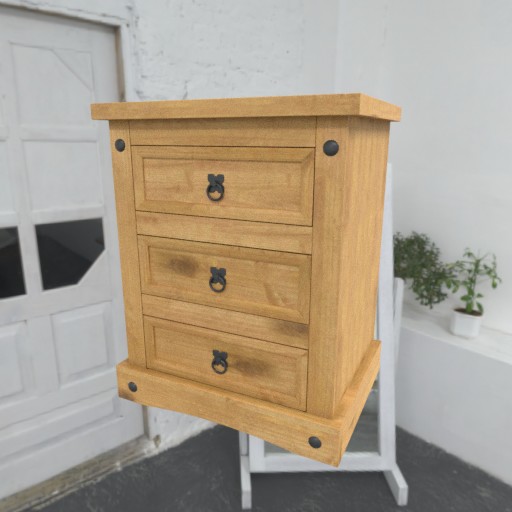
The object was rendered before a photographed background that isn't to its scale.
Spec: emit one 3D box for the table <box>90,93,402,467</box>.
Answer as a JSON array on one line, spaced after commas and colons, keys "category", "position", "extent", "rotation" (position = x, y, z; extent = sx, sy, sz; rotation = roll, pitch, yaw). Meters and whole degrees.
[{"category": "table", "position": [0.000, 0.000, 1.263], "extent": [0.660, 0.813, 0.500], "rotation": [7, 17, 25]}]
